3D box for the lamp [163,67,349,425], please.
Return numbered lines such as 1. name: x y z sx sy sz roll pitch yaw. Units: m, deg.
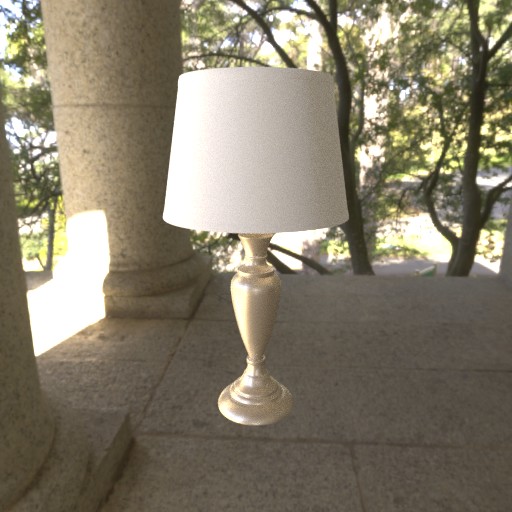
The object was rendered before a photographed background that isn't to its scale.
1. lamp: 0.000 0.000 0.818 0.328 0.612 0.328 0 15 0
